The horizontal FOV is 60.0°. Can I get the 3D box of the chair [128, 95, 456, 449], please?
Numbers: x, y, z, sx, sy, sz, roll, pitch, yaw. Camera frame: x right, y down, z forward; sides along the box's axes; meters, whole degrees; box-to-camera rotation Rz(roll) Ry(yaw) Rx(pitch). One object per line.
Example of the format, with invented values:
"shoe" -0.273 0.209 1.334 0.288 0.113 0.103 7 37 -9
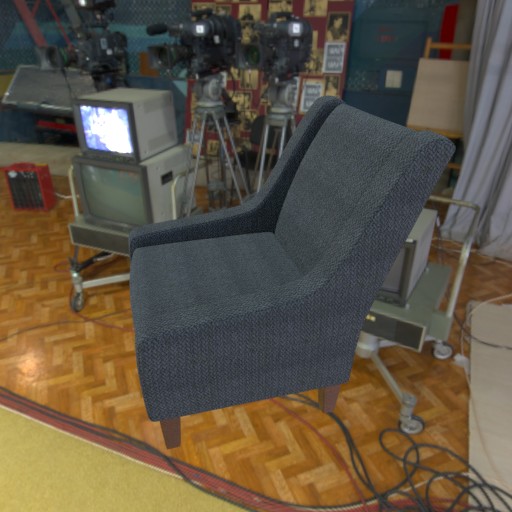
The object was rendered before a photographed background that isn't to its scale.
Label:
"chair" 0.000 0.000 1.666 0.944 1.012 0.793 -8 29 -14
